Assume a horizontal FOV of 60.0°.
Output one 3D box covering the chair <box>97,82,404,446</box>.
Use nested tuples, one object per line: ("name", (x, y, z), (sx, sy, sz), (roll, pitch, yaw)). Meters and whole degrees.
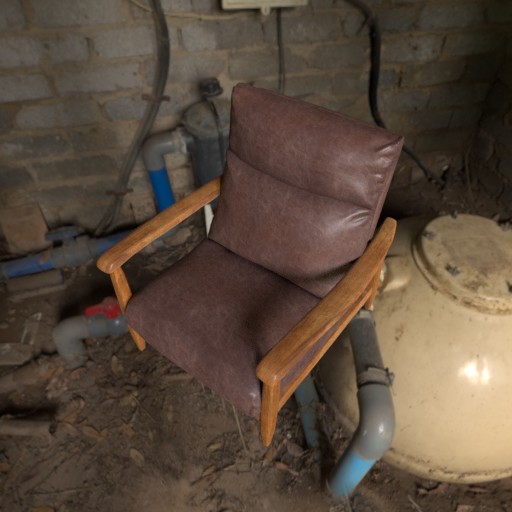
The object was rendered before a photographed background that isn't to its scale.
("chair", (0.000, 0.000, 1.574), (0.782, 0.897, 0.830), (28, 52, 25))
